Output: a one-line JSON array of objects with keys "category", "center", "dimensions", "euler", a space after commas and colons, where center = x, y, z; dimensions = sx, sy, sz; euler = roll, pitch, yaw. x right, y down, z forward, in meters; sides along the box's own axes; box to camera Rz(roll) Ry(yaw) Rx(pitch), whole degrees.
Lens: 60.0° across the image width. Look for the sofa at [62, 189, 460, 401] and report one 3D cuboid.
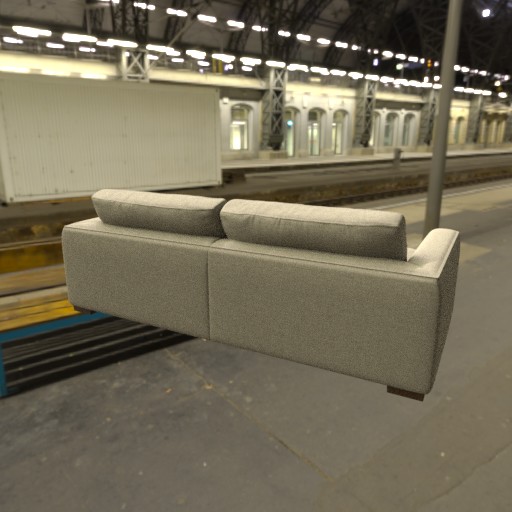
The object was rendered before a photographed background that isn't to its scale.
[{"category": "sofa", "center": [0.000, 0.000, 2.754], "dimensions": [2.262, 0.801, 1.070], "euler": [8, 17, 27]}]
